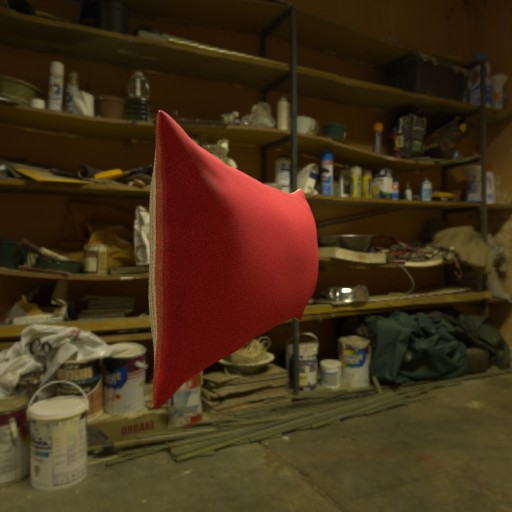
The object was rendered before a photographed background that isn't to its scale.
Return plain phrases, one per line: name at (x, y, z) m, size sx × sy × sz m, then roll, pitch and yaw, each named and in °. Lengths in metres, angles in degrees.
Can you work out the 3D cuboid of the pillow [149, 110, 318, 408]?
pillow at (0.000, 0.000, 0.717) m, size 0.151 × 0.297 × 0.608 m, roll 0°, pitch 1°, yaw 19°
